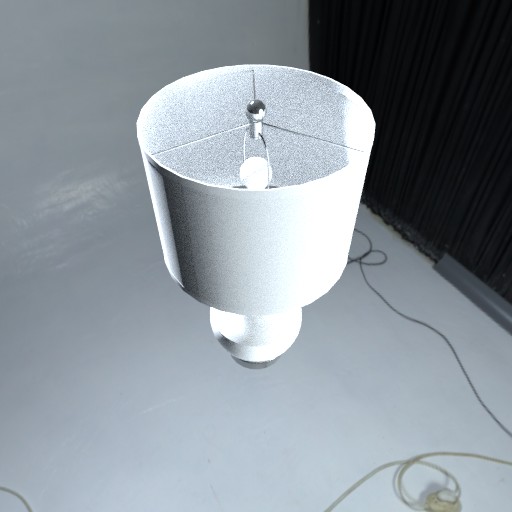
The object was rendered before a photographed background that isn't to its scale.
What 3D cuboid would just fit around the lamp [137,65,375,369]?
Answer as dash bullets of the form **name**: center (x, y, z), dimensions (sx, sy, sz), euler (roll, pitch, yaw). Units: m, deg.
- **lamp**: center (0.000, 0.000, 0.898), dimensions (0.357, 0.673, 0.357), euler (-24, 52, -21)
